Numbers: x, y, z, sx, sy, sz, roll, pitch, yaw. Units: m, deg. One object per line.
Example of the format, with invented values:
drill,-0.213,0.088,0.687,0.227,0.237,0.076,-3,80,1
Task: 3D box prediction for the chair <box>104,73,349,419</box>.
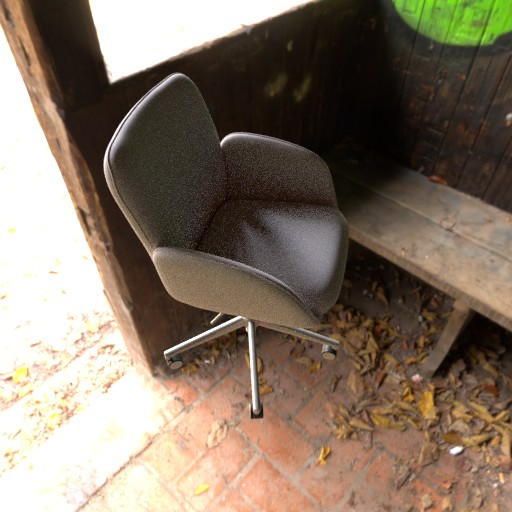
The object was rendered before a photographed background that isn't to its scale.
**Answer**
chair,0.000,0.000,1.393,0.633,0.959,0.648,10,48,10
